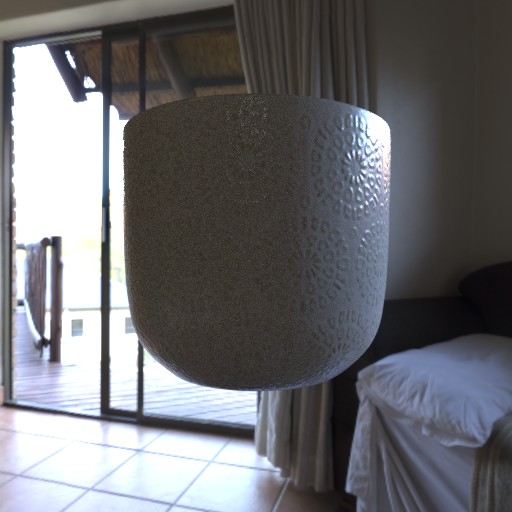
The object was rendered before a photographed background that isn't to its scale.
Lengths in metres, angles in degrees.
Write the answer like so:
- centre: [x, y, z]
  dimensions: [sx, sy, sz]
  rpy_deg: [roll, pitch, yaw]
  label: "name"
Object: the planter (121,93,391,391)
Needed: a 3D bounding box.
- centre: [0.000, 0.000, 0.292]
  dimensions: [0.170, 0.152, 0.170]
  rpy_deg: [0, -1, 0]
  label: "planter"
